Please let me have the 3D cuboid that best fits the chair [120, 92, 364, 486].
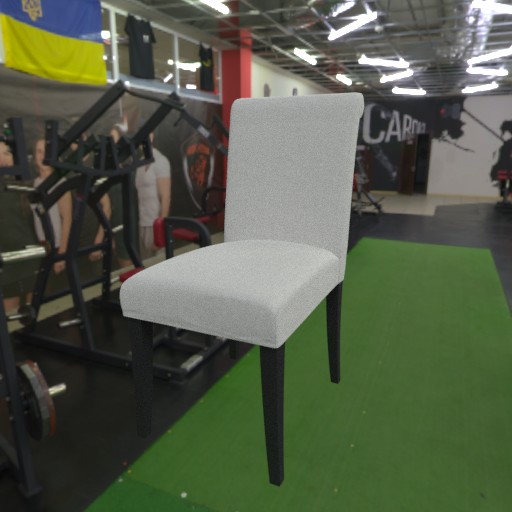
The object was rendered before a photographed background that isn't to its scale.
[{"bbox_3d":[0.000,0.000,1.348,0.452,0.976,0.708,7,16,25],"label":"chair"}]
